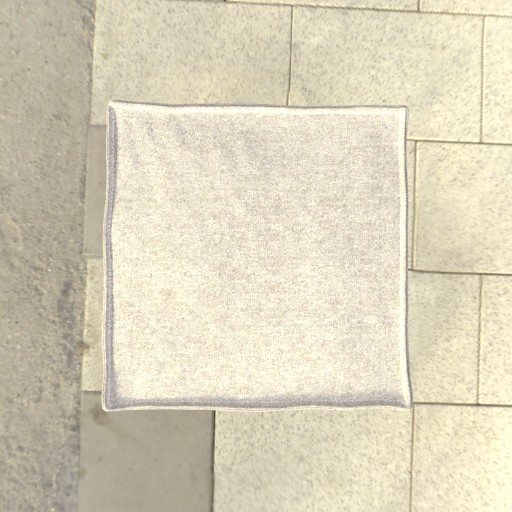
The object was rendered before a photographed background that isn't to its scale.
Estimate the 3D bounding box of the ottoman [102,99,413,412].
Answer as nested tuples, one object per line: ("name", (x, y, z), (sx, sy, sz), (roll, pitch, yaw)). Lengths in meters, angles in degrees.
("ottoman", (0.000, 0.000, 1.170), (0.696, 0.470, 0.707), (0, 89, -1))
